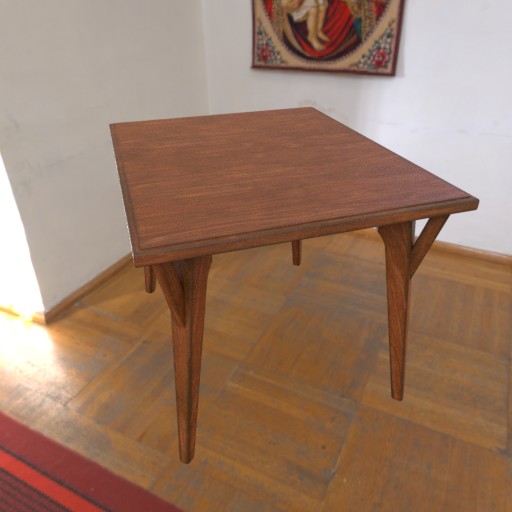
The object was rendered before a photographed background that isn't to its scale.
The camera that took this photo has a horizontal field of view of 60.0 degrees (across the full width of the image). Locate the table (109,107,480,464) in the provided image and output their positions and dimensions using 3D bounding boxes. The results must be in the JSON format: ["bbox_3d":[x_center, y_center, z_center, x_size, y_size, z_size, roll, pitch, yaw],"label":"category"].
[{"bbox_3d":[0.000,0.000,1.579,0.838,0.761,0.991,-10,33,-16],"label":"table"}]
